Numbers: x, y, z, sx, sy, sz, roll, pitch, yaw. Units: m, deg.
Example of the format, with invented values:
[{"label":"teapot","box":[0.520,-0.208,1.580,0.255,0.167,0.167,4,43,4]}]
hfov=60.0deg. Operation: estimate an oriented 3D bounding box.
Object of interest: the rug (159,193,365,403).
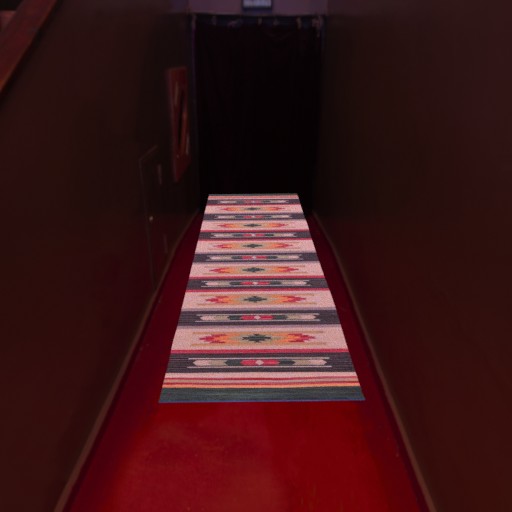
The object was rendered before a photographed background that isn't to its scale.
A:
[{"label":"rug","box":[0.000,0.000,2.714,0.760,0.009,2.440,0,26,-1]}]
